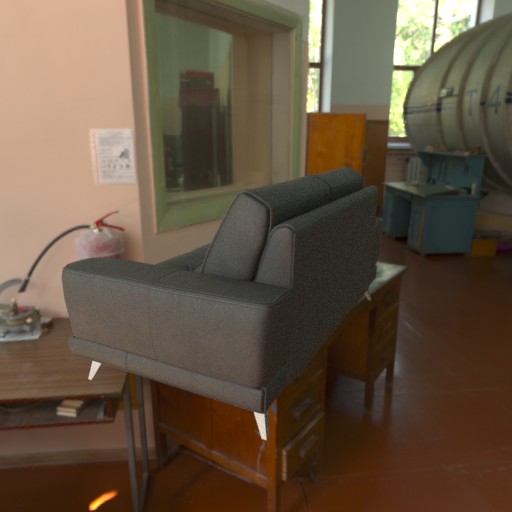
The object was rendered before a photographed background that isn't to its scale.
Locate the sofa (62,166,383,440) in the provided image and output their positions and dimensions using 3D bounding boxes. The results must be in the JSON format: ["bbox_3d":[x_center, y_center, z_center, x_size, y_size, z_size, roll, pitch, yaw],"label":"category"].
[{"bbox_3d":[0.000,0.000,2.441,1.018,0.907,1.806,8,18,26],"label":"sofa"}]
